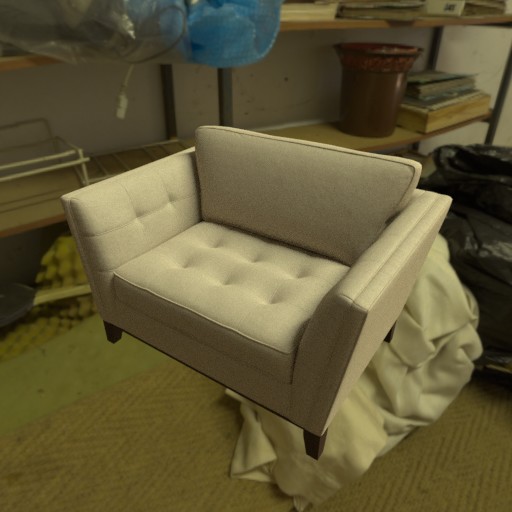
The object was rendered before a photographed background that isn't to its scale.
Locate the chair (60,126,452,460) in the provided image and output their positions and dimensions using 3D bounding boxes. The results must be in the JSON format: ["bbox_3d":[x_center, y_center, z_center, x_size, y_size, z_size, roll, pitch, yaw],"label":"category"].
[{"bbox_3d":[0.000,0.000,2.046,1.397,0.940,0.965,19,36,29],"label":"chair"}]
